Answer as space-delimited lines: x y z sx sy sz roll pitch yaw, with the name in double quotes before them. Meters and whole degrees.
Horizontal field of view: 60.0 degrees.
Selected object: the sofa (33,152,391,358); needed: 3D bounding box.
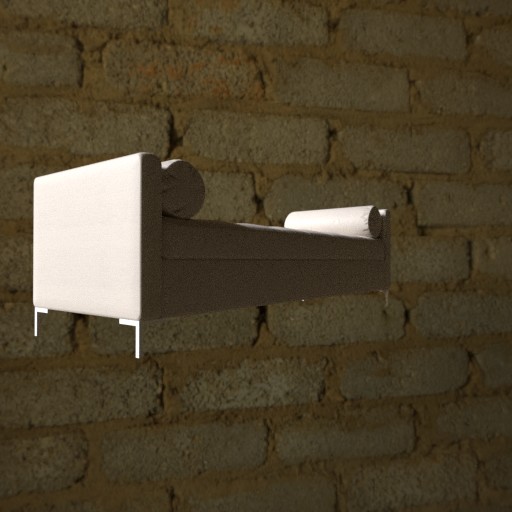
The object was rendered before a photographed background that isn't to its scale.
"sofa" 0.000 0.000 2.308 0.686 0.635 1.981 -1 -1 38
